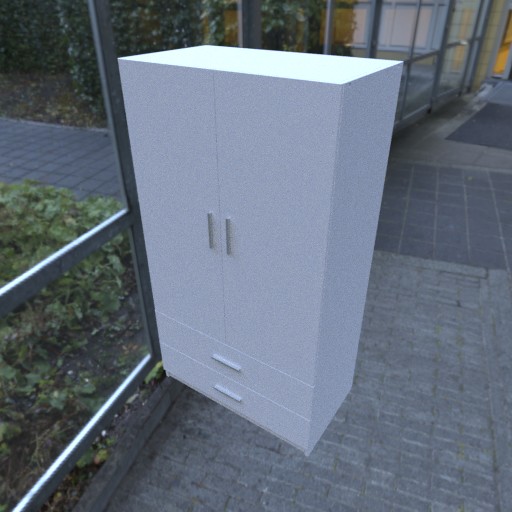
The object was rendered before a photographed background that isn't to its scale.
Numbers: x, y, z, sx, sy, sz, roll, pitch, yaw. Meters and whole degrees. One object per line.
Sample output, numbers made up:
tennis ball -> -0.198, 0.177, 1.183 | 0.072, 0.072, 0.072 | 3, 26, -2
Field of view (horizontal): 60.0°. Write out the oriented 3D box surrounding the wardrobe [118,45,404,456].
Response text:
wardrobe -> 0.000, 0.000, 2.217 | 0.991, 1.808, 0.577 | 19, 36, 29
